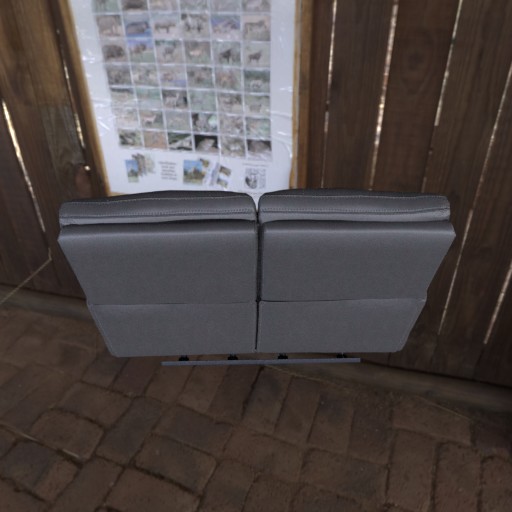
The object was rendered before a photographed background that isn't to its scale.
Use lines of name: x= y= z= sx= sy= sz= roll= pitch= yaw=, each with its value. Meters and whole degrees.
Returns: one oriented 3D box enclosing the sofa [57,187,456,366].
sofa: x=0.000 y=0.000 z=2.463 sx=1.765 sy=1.111 sz=1.104 roll=-1 pitch=31 yaw=-1
